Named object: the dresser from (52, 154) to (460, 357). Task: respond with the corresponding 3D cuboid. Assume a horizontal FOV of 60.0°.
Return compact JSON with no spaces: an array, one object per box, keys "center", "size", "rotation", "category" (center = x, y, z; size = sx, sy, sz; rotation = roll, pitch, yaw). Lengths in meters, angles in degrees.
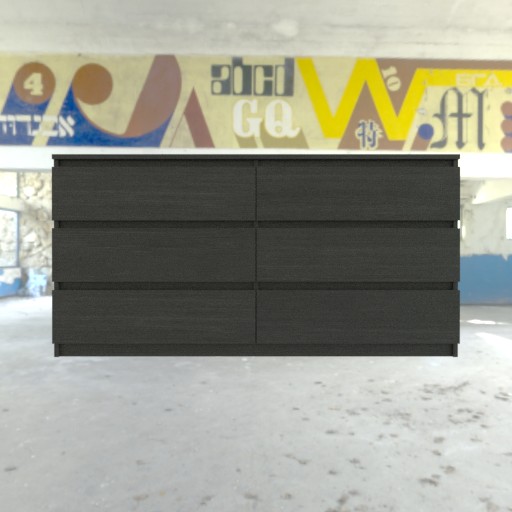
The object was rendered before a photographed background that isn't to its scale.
[{"center":[0.000,0.000,1.926],"size":[1.590,0.795,0.400],"rotation":[0,0,0],"category":"dresser"}]
